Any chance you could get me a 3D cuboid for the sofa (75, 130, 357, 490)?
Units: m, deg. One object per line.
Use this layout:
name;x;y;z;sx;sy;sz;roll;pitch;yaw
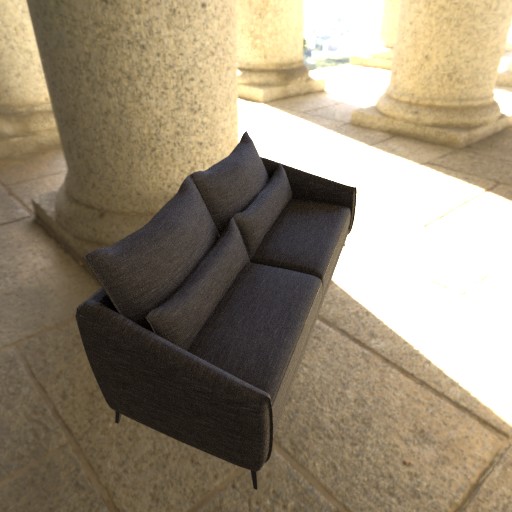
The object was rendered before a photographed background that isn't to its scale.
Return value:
sofa;0.000;0.000;2.409;0.807;0.843;2.019;11;34;17
